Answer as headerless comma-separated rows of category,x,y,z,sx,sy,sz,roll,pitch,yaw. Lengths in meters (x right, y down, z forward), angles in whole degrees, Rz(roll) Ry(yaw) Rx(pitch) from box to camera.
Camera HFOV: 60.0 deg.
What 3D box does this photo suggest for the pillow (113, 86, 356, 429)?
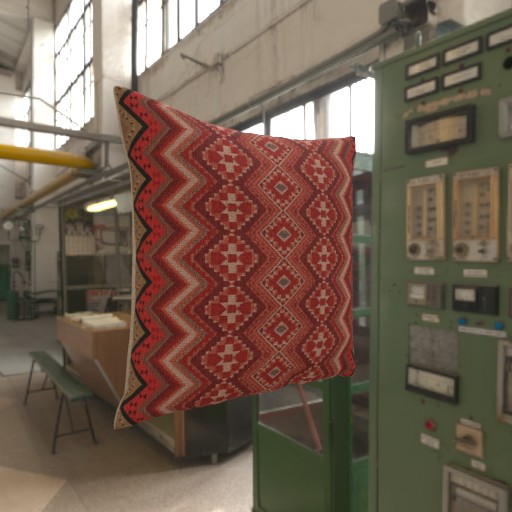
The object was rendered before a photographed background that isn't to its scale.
pillow,0.000,0.000,0.800,0.513,0.511,0.158,0,0,-35
